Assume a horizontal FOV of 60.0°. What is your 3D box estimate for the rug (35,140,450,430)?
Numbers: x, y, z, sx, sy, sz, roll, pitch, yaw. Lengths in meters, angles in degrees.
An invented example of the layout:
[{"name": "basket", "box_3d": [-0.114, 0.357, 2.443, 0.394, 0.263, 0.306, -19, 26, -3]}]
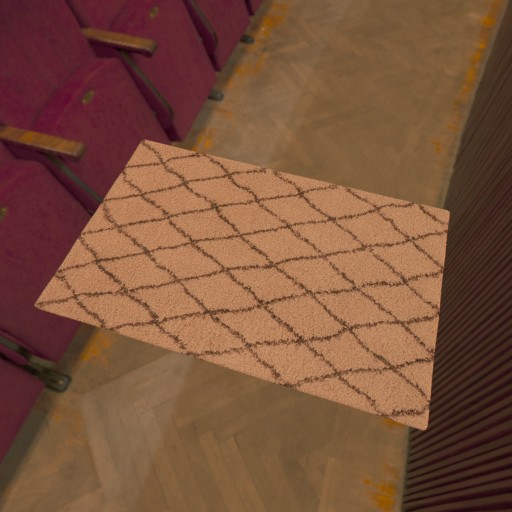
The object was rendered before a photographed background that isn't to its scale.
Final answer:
[{"name": "rug", "box_3d": [0.000, 0.000, 3.374, 2.743, 0.030, 1.778, 15, 59, 9]}]
